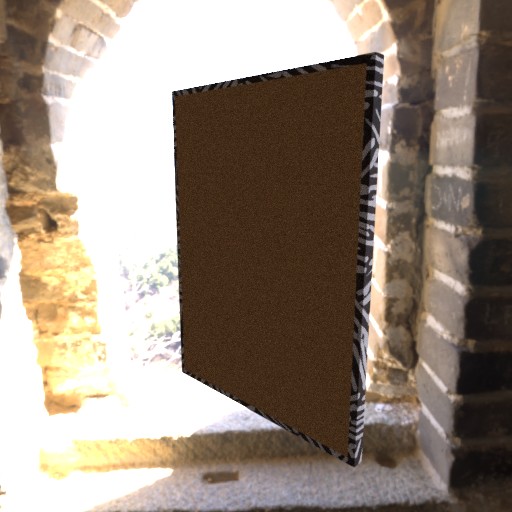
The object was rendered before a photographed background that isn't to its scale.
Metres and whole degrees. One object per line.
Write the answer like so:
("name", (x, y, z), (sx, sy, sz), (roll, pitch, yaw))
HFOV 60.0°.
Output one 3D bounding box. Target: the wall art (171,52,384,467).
("wall art", (0.000, 0.000, 1.332), (0.765, 1.017, 0.038), (12, 17, 44))
